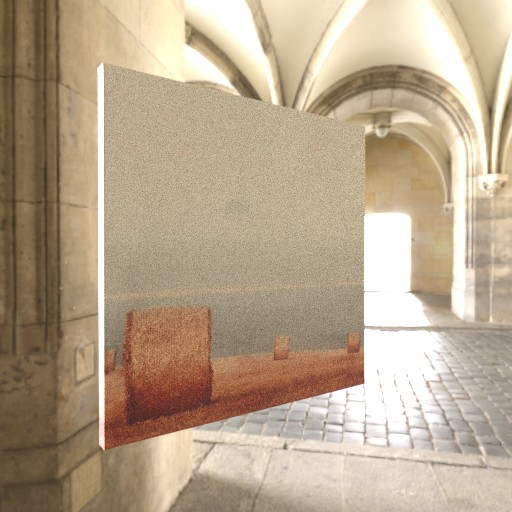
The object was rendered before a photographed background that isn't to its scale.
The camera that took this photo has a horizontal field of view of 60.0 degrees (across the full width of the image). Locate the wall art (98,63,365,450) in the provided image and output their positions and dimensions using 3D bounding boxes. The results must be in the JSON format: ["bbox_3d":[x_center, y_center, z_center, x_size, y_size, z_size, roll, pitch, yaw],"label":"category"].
[{"bbox_3d":[0.000,0.000,1.104,0.760,0.760,0.042,0,1,-35],"label":"wall art"}]
